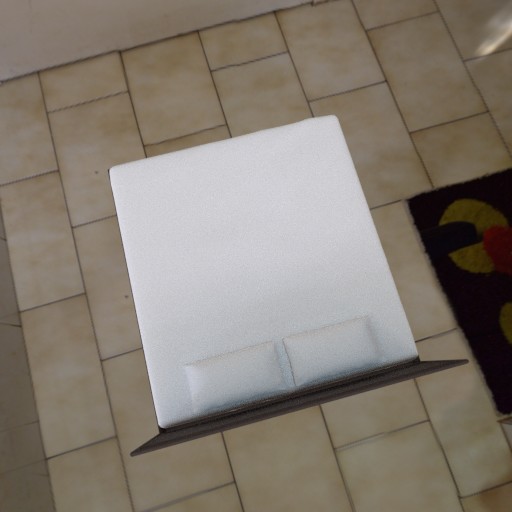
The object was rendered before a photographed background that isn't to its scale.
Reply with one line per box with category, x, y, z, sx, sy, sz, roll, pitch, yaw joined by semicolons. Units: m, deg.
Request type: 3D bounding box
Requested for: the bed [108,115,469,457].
bed;0.000;0.000;3.325;1.993;1.173;2.151;-14;76;-4
